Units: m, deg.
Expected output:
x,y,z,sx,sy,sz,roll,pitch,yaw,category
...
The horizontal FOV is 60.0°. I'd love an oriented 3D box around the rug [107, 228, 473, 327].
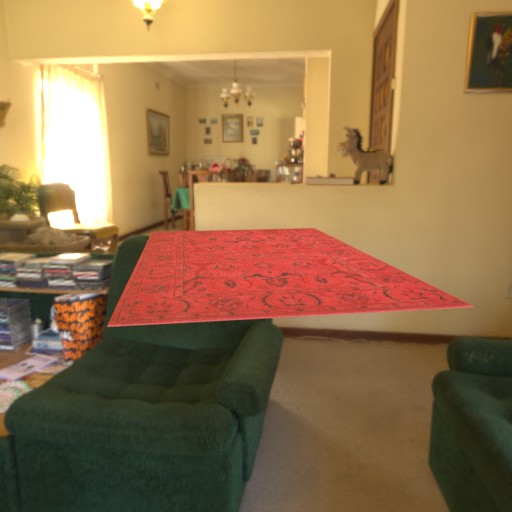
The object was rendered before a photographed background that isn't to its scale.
x,y,z,sx,sy,sz,roll,pitch,yaw,category
0.000,0.000,2.982,1.534,0.010,2.423,-2,12,-9,rug
